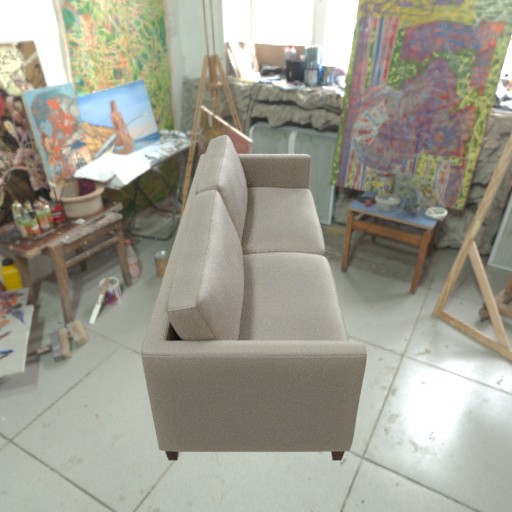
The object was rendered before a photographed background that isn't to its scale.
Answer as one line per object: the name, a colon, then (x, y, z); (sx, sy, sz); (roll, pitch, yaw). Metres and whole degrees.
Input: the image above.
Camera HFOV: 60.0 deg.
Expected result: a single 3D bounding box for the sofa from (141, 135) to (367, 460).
sofa: (0.000, 0.000, 2.890); (0.951, 0.968, 2.361); (0, 32, 0)
